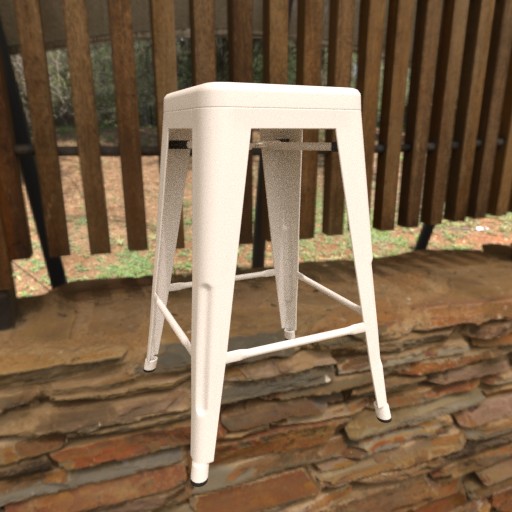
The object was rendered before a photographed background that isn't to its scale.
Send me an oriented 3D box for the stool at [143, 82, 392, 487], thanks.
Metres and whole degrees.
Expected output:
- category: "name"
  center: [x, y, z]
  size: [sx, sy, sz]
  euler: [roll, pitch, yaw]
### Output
- category: "stool"
  center: [0.000, 0.000, 0.873]
  size: [0.406, 0.610, 0.406]
  euler: [-7, 18, -24]
